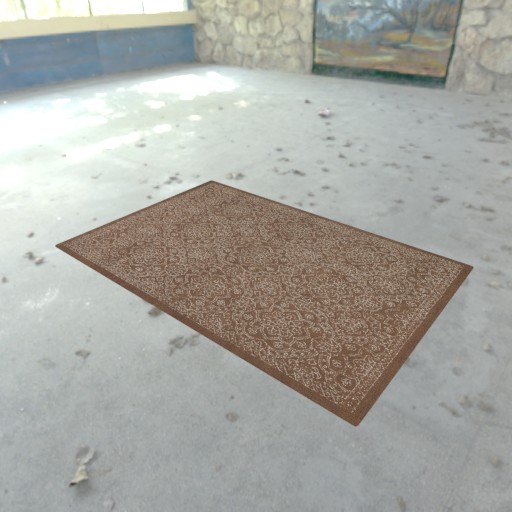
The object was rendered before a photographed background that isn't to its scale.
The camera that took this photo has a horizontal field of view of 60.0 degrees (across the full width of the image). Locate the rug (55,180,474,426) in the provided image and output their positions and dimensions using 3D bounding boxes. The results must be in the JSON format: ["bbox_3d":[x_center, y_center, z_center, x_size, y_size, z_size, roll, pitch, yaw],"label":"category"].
[{"bbox_3d":[0.000,0.000,2.312,1.829,0.010,1.219,23,38,33],"label":"rug"}]
